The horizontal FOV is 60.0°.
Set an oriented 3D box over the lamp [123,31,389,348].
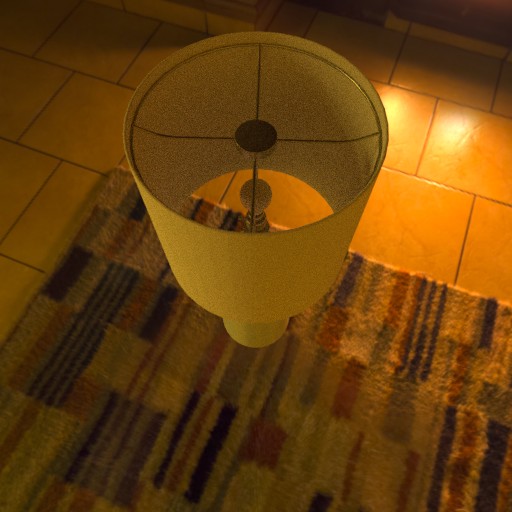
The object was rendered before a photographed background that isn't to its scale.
[{"bbox_3d":[0.000,0.000,0.576,0.212,0.493,0.212,2,64,1],"label":"lamp"}]
